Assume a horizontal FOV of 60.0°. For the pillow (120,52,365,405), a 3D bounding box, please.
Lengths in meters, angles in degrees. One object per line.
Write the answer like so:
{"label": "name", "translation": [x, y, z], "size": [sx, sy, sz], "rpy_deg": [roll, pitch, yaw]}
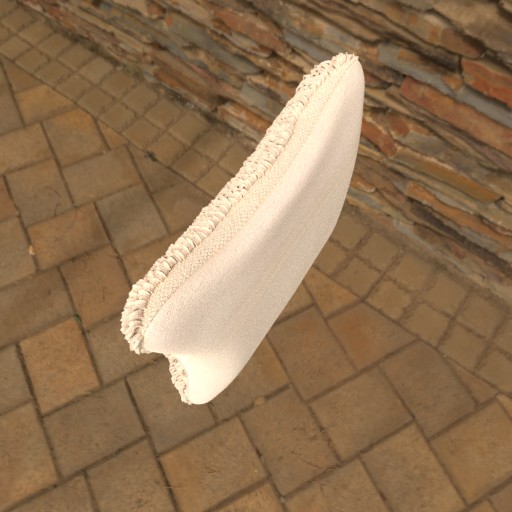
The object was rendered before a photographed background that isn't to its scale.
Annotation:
{"label": "pillow", "translation": [0.000, 0.000, 0.651], "size": [0.145, 0.427, 0.437], "rpy_deg": [30, 68, 14]}
